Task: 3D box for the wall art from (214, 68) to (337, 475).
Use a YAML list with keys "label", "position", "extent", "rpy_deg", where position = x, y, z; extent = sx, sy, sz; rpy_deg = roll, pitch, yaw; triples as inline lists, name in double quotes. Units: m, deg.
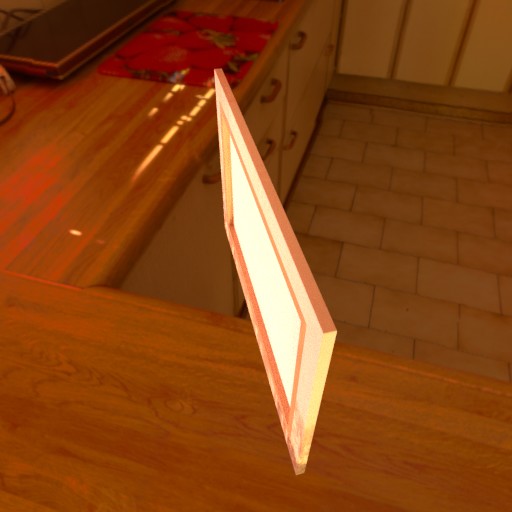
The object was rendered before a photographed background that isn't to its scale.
- label: "wall art"
  position: [0.000, 0.000, 1.945]
  extent: [0.038, 1.012, 1.525]
  rpy_deg: [-10, 47, -9]
